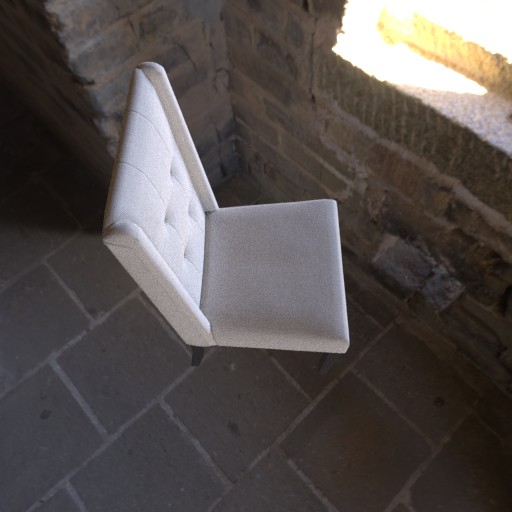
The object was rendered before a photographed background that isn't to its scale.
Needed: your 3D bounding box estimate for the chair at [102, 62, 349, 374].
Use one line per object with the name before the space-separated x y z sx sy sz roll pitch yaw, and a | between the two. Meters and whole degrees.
chair | 0.000 0.000 1.251 0.523 0.961 0.474 0 63 0
